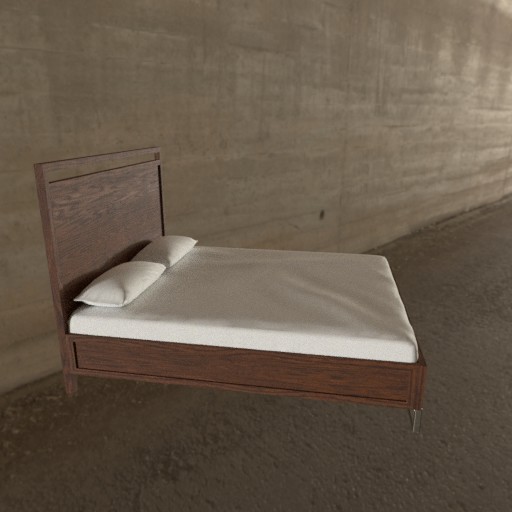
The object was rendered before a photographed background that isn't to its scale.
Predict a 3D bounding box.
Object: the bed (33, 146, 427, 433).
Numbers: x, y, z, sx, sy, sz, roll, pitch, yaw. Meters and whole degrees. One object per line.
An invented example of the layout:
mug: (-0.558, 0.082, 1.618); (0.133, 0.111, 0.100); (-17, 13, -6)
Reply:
bed: (0.000, 0.000, 3.340); (2.218, 1.487, 1.765); (3, 17, 10)
